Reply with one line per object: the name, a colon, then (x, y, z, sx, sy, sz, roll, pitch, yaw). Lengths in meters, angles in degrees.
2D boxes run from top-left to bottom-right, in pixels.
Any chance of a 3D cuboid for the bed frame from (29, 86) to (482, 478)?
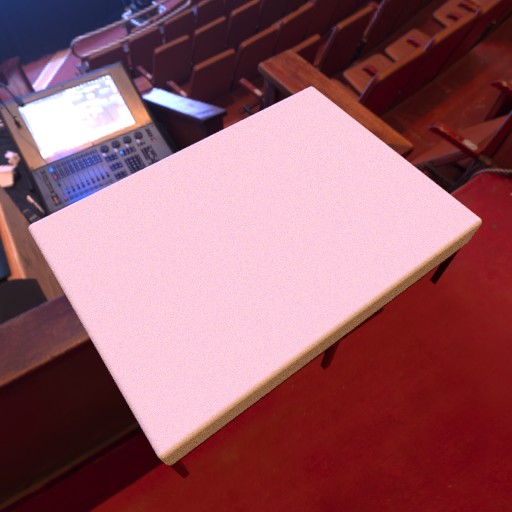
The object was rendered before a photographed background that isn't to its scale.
bed frame: (0.000, 0.000, 2.597, 1.956, 0.659, 1.408, -32, 63, -19)
